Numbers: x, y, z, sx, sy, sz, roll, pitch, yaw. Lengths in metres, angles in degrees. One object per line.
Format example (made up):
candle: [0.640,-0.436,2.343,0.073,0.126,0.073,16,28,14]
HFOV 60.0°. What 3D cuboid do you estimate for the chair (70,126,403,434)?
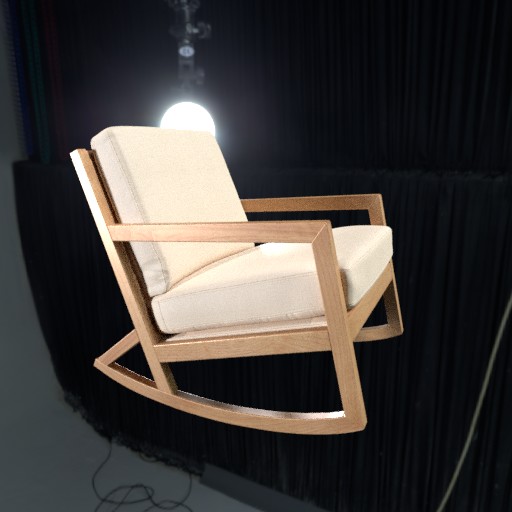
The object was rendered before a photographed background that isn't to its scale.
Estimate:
chair: [0.000,0.000,1.406,0.857,0.790,0.622,7,16,25]
